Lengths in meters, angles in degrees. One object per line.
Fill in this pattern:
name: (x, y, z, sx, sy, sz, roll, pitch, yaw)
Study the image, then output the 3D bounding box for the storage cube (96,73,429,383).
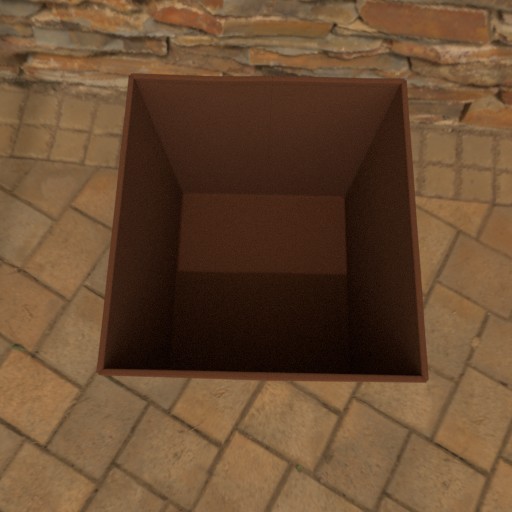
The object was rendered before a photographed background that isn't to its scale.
storage cube: (0.000, 0.000, 0.502, 0.270, 0.280, 0.270, 1, 75, 0)
